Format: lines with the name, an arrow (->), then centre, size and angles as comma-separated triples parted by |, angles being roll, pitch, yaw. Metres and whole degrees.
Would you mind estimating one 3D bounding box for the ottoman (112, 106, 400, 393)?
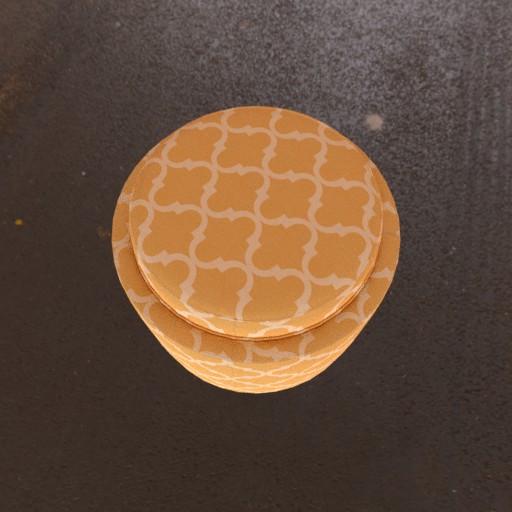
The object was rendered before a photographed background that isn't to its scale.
ottoman -> 0.000, 0.000, 0.858 | 0.480, 0.429, 0.480 | 0, 65, 0
